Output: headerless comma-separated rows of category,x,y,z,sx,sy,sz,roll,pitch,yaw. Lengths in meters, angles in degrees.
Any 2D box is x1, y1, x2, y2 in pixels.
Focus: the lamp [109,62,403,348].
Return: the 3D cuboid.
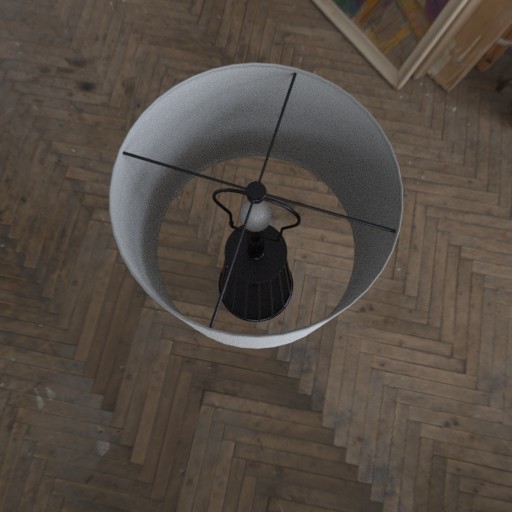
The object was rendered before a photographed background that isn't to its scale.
lamp,0.000,0.000,0.771,0.322,0.593,0.322,17,76,4
